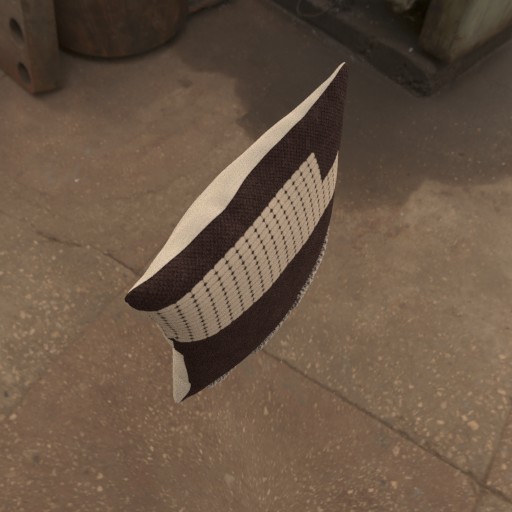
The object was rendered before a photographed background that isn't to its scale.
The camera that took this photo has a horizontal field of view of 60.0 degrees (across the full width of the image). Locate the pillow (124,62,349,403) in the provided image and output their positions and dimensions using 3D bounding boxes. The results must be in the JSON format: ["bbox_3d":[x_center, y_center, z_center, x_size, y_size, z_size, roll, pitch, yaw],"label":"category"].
[{"bbox_3d":[0.000,0.000,0.739,0.178,0.473,0.475,31,63,18],"label":"pillow"}]
